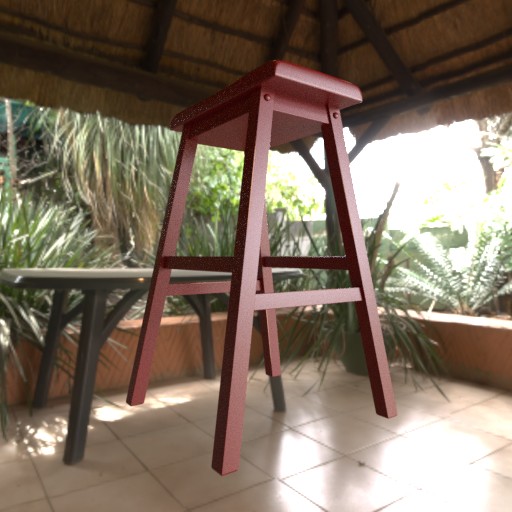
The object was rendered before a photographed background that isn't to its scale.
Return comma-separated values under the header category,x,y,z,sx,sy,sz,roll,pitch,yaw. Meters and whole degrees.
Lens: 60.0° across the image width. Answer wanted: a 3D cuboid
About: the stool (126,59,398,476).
category,x,y,z,sx,sy,sz,roll,pitch,yaw
stool,0.000,0.000,1.066,0.476,0.737,0.457,0,0,-36
